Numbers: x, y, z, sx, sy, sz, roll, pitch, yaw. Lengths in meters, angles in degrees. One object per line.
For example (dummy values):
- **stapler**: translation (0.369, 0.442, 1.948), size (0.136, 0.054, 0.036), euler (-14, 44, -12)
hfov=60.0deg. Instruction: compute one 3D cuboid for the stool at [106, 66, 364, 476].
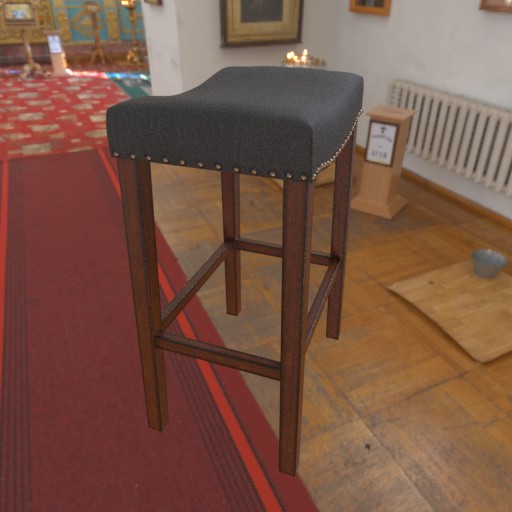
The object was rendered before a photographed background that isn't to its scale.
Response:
- **stool**: translation (0.000, 0.000, 1.022), size (0.366, 0.760, 0.502), euler (11, 32, 17)
